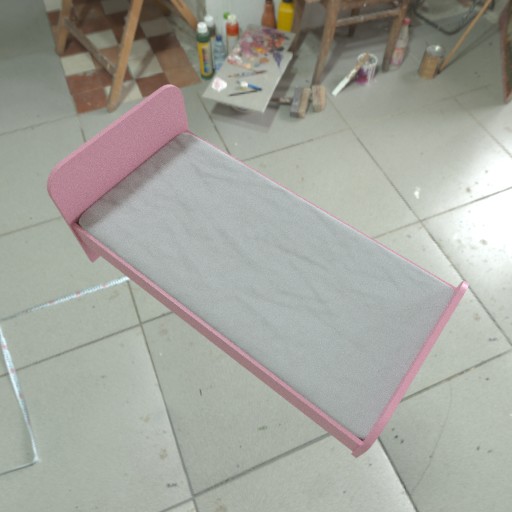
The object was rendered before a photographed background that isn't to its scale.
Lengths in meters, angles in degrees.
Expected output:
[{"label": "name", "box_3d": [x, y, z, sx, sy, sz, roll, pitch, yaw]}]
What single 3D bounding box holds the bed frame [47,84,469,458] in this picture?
[{"label": "bed frame", "box_3d": [0.000, 0.000, 2.433, 1.963, 0.805, 0.998, 34, 64, 19]}]
